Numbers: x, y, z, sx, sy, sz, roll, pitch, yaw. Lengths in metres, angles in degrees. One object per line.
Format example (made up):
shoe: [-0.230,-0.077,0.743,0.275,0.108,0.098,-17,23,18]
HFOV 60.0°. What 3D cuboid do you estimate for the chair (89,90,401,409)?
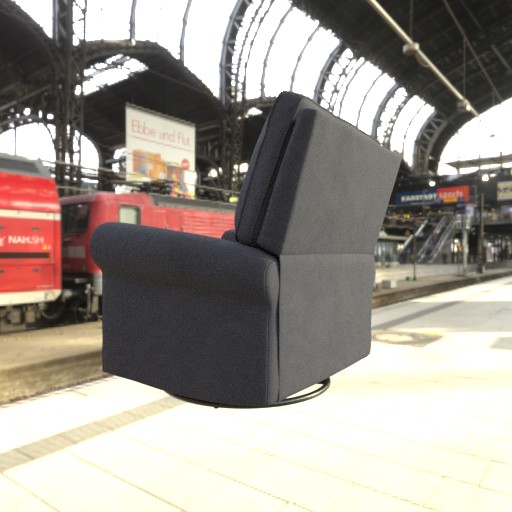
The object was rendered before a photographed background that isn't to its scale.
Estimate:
chair: [0.000,0.000,1.676,0.878,0.961,0.890,0,1,35]
